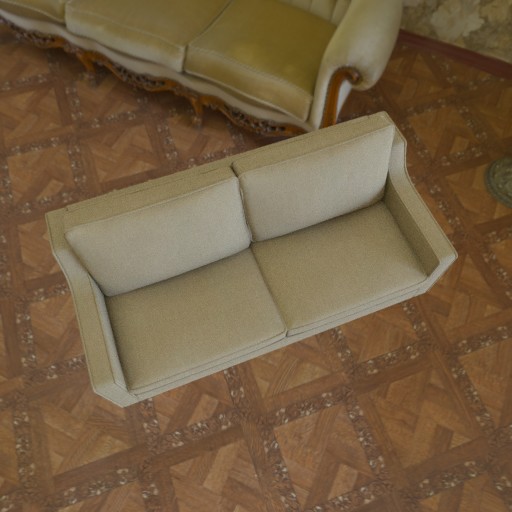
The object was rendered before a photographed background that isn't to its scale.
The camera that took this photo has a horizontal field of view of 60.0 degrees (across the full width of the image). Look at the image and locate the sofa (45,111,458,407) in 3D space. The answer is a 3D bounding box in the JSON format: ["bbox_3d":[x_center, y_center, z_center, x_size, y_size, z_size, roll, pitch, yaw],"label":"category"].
[{"bbox_3d":[0.000,0.000,2.794,2.178,1.071,1.066,-19,65,-9],"label":"sofa"}]
